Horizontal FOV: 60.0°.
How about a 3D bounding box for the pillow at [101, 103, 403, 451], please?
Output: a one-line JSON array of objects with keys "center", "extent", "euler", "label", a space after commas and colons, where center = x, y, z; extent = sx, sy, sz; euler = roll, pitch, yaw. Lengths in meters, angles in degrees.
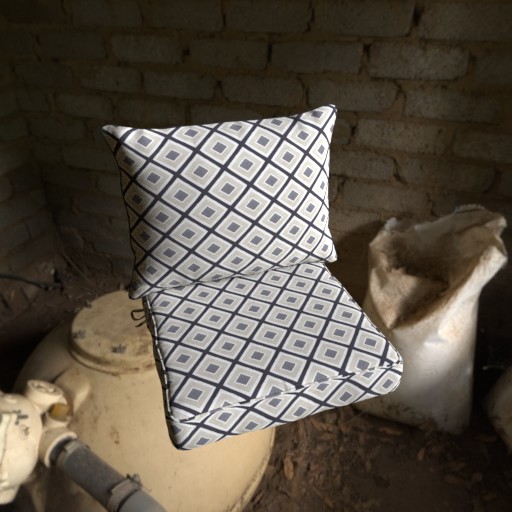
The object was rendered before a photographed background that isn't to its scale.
[{"center": [0.000, 0.000, 1.349], "extent": [0.798, 0.722, 0.733], "euler": [-10, 34, -15], "label": "pillow"}]
